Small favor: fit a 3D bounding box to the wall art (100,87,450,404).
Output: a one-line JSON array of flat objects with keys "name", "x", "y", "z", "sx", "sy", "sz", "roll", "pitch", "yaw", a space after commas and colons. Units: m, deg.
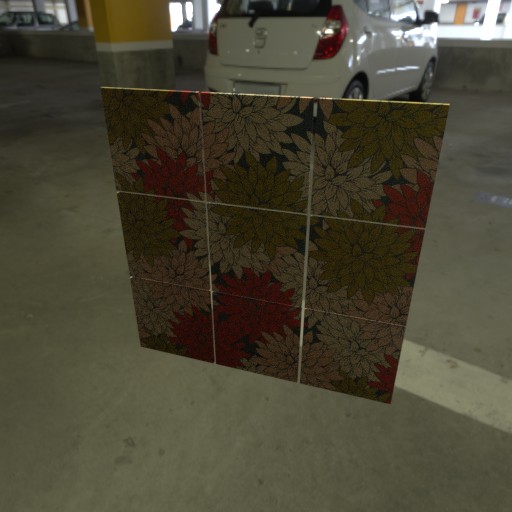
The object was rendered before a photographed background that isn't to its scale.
[{"name": "wall art", "x": 0.000, "y": 0.000, "z": 1.323, "sx": 0.904, "sy": 0.913, "sz": 0.013, "roll": 9, "pitch": 29, "yaw": 16}]
